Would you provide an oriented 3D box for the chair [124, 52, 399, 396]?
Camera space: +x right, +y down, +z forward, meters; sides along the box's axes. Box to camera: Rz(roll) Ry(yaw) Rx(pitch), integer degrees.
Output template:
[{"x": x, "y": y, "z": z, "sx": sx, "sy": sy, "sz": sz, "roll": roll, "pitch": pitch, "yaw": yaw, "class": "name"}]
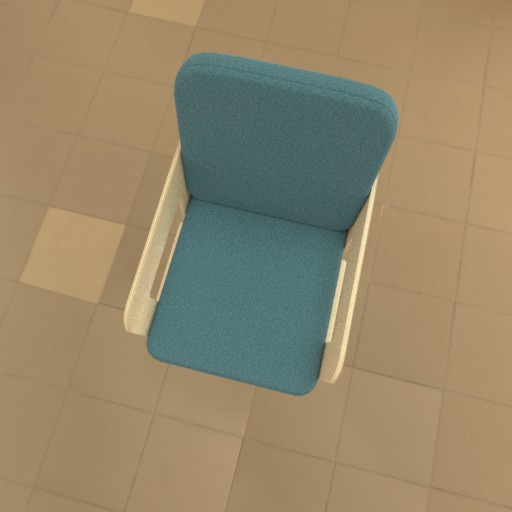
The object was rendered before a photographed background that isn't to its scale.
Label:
[{"x": 0.000, "y": 0.000, "z": 1.199, "sx": 0.547, "sy": 0.747, "sz": 0.657, "roll": 13, "pitch": 75, "yaw": 4, "class": "chair"}]
